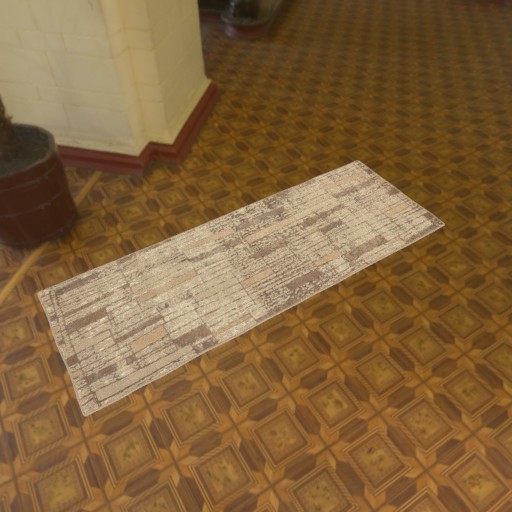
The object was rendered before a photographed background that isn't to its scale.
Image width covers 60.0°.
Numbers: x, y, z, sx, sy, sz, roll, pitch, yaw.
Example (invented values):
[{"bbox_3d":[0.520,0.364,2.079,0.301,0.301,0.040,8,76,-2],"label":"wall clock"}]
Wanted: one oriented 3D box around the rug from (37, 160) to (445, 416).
[{"bbox_3d":[0.000,0.000,2.685,2.383,0.018,0.857,-25,52,-22],"label":"rug"}]
